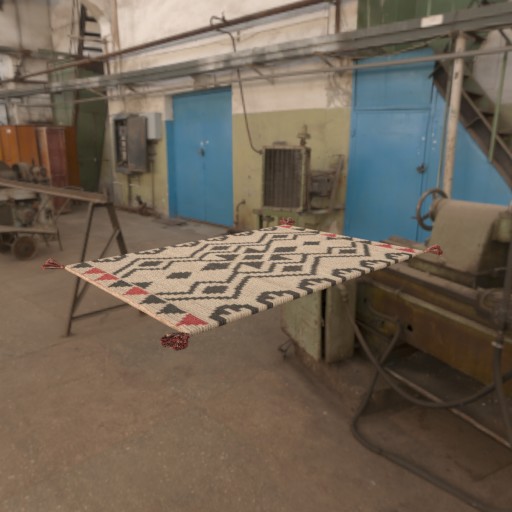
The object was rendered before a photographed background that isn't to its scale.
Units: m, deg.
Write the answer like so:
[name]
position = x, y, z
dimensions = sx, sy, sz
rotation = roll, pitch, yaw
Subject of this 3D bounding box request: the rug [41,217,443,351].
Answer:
[rug]
position = 0.000, 0.000, 2.673
dimensions = 2.069, 0.067, 1.444
rotation = -13, 20, -41
